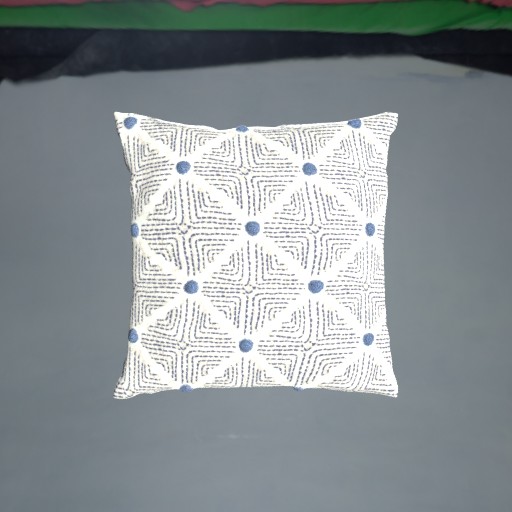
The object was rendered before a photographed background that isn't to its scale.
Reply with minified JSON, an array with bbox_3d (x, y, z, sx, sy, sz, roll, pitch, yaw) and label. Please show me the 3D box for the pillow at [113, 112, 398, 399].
[{"bbox_3d":[0.000,0.000,0.789,0.510,0.510,0.145,0,1,-1],"label":"pillow"}]
